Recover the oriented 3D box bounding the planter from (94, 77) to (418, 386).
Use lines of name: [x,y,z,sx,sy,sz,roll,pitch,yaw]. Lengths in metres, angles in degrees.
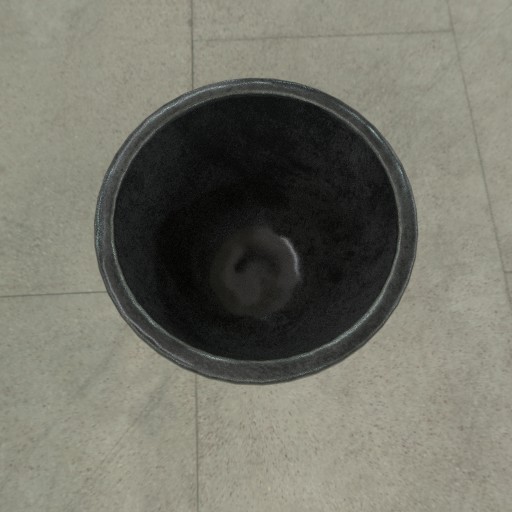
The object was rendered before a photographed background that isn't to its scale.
planter: [0.000,0.000,0.308,0.172,0.160,0.172,0,74,0]
